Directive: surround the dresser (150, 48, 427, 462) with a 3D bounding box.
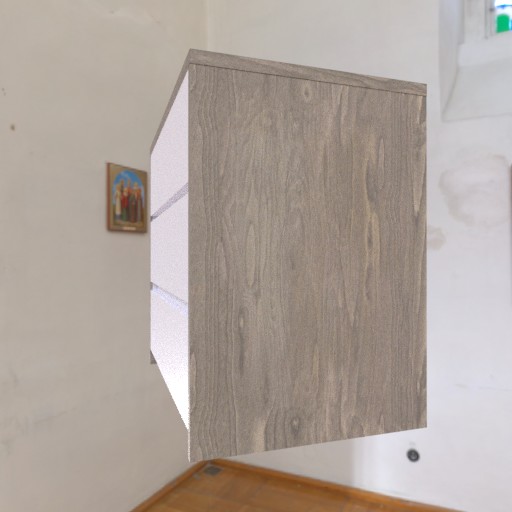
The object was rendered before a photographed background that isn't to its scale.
[{"bbox_3d":[0.000,0.000,1.283,0.529,0.762,0.809,0,0,-19],"label":"dresser"}]
